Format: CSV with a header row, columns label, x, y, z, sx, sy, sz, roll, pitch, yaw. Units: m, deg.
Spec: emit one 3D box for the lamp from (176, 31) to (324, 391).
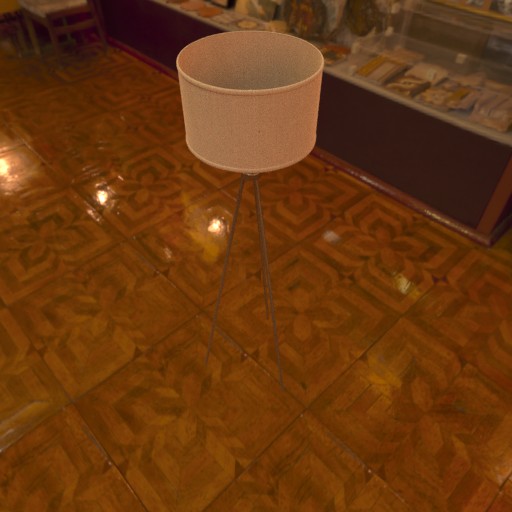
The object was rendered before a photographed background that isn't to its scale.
label,x,y,z,sx,sy,sz,roll,pitch,yaw
lamp,0.000,0.000,1.771,0.449,1.545,0.460,-32,54,-27
